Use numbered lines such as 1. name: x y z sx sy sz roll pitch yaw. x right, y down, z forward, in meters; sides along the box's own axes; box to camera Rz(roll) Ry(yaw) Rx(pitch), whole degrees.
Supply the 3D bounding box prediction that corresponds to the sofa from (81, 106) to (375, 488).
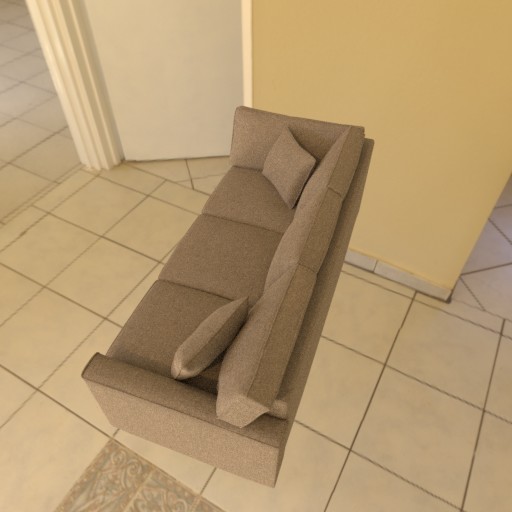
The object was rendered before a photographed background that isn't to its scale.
1. sofa: 0.000 0.000 2.846 1.061 0.962 2.317 15 49 13
